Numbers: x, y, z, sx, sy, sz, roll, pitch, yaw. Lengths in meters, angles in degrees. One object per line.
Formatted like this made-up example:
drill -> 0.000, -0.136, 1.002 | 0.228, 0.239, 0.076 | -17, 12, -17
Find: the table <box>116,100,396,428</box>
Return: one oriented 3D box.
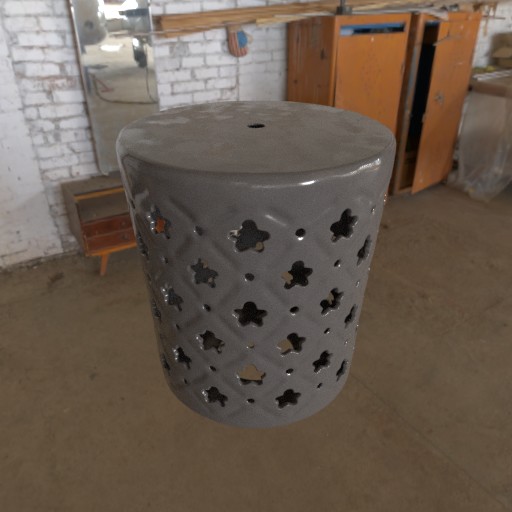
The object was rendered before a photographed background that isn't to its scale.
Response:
table -> 0.000, 0.000, 0.663 | 0.352, 0.387, 0.352 | 0, 31, 0
